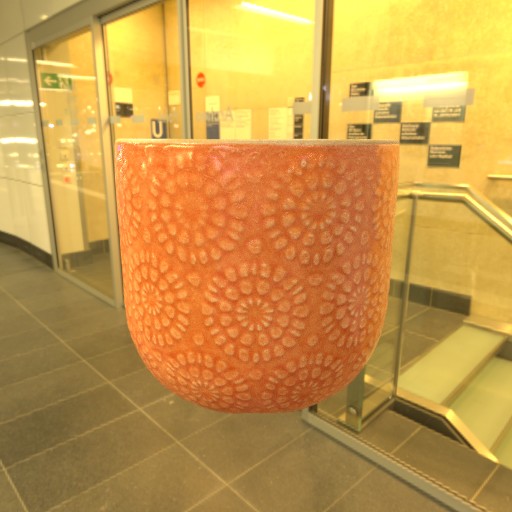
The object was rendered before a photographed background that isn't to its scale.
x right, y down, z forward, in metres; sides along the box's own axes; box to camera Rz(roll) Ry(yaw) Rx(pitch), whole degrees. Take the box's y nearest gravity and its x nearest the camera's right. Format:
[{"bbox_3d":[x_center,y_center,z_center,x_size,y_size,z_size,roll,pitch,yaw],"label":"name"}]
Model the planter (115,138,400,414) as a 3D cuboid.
[{"bbox_3d":[0.000,0.000,0.284,0.170,0.152,0.170,0,15,0],"label":"planter"}]
